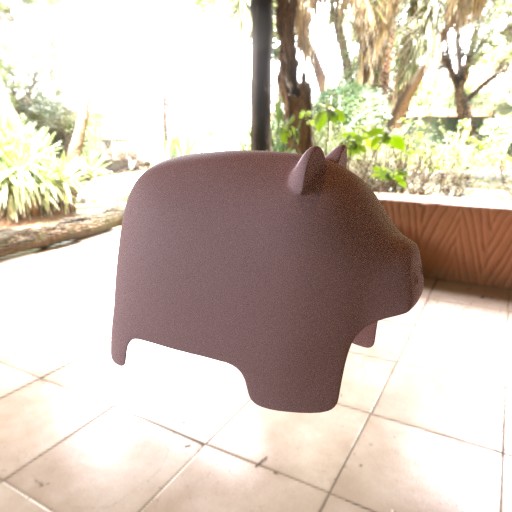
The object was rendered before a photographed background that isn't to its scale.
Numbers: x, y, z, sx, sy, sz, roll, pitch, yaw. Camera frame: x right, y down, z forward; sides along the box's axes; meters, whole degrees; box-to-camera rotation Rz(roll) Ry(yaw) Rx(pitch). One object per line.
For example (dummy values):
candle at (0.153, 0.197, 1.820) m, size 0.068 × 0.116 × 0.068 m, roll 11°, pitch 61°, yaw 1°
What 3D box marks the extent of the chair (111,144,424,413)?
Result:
chair at (0.000, 0.000, 0.868) m, size 0.619 × 0.423 × 0.364 m, roll 8°, pitch 17°, yaw 27°
